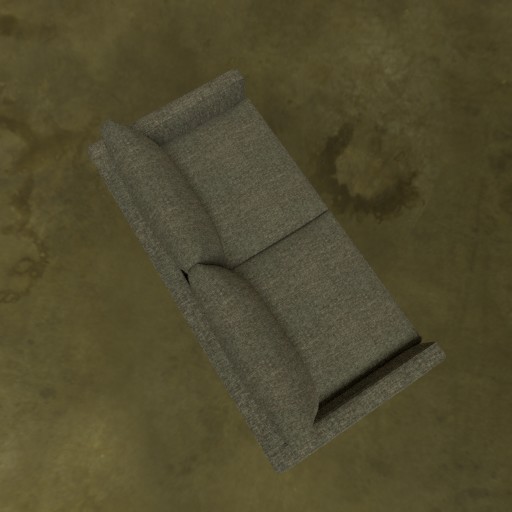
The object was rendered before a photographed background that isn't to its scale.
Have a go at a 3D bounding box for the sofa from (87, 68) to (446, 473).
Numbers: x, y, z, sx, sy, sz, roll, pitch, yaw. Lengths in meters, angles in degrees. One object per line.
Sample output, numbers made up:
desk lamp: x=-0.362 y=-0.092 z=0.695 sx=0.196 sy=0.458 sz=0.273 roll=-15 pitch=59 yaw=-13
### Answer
sofa: x=0.000 y=0.000 z=2.161 sx=0.866 sy=0.862 sz=1.716 roll=-31 pitch=77 yaw=-8
